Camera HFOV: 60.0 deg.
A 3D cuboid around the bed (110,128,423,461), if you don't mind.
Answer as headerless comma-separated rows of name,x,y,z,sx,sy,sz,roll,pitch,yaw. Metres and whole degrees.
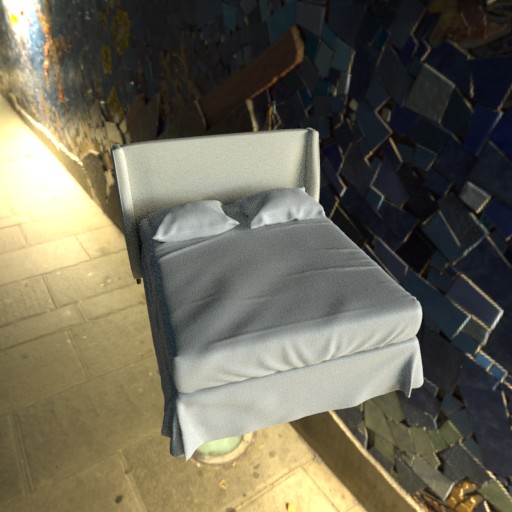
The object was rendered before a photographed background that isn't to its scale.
bed,0.000,0.000,3.466,1.925,1.332,2.276,-9,32,-15
